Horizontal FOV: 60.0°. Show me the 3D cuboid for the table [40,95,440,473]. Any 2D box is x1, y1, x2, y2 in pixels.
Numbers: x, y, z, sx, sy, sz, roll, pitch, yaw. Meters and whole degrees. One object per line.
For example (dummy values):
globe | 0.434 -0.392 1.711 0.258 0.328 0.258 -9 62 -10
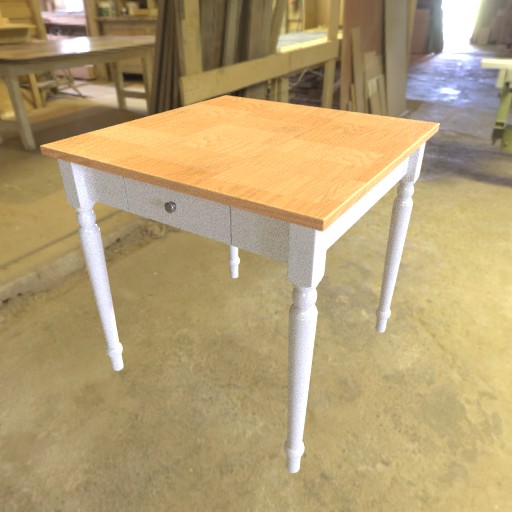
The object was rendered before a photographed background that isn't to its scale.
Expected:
table | 0.000 0.000 1.339 0.747 0.738 0.747 18 35 28
